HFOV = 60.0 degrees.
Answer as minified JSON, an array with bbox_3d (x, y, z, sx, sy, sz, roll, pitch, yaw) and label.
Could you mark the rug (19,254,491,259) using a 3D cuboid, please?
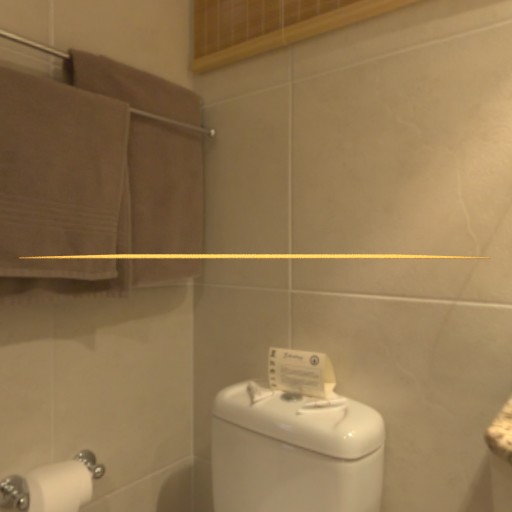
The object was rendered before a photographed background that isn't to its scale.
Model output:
[{"bbox_3d":[0.000,0.000,3.708,2.895,0.006,1.981,0,1,1],"label":"rug"}]
